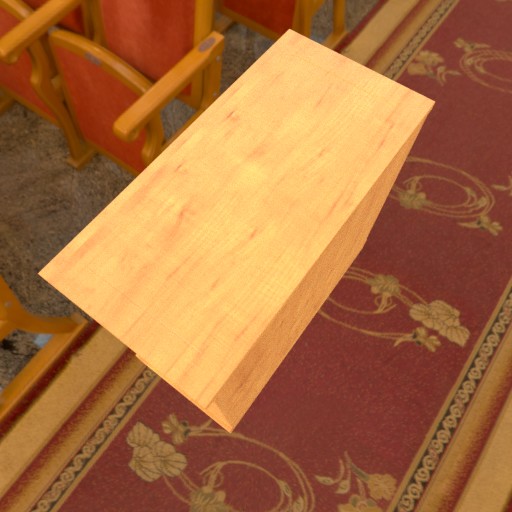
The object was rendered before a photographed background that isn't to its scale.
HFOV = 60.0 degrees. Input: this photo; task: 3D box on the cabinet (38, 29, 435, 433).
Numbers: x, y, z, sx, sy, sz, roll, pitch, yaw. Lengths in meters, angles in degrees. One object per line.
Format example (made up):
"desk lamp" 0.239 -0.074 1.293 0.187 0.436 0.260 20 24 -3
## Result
"cabinet" 0.000 0.000 1.403 0.450 0.840 0.920 34 69 15
